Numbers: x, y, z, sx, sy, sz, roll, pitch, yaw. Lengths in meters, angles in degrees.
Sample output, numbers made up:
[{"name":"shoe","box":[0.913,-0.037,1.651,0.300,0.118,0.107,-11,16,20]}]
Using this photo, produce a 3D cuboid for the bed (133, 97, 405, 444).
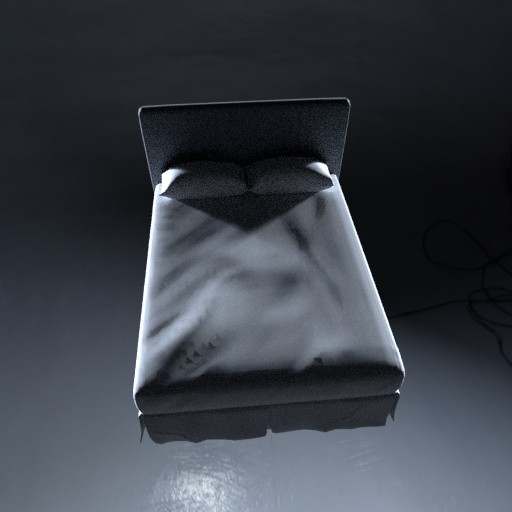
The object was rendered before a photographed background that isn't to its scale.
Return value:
[{"name":"bed","box":[0.000,0.000,3.212,1.713,1.330,2.142,-4,47,-3]}]
